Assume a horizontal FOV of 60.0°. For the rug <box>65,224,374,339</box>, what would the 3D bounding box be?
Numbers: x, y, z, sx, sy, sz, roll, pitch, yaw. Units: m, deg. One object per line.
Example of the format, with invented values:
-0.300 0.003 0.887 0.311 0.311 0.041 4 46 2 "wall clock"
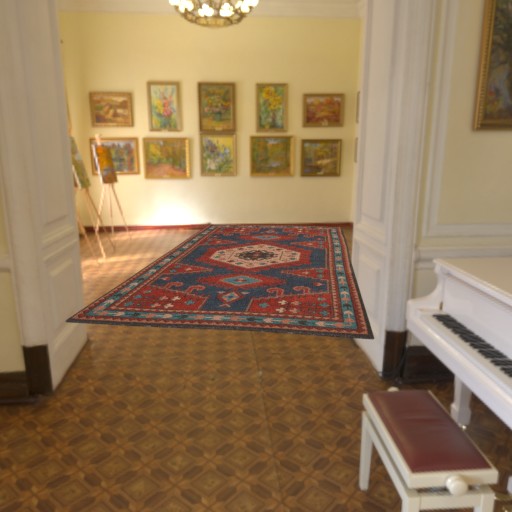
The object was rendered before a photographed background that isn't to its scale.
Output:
0.000 0.000 3.594 1.522 0.034 3.032 2 13 8 "rug"
